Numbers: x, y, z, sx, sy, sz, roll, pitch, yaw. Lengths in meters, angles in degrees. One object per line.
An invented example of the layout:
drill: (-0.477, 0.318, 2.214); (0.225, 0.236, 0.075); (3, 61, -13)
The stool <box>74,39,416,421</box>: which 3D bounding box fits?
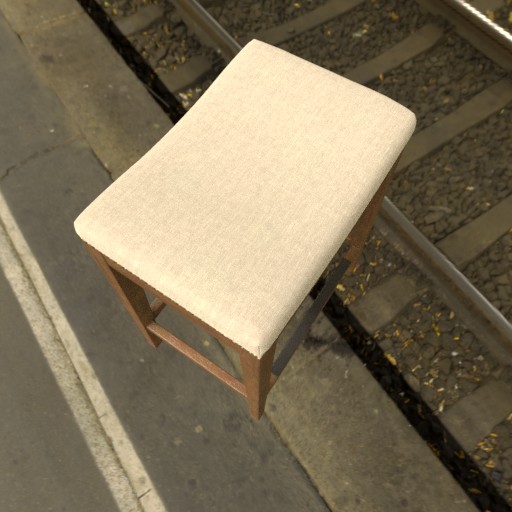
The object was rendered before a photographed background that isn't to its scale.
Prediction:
stool: (0.000, 0.000, 0.964); (0.356, 0.660, 0.508); (31, 68, 14)
